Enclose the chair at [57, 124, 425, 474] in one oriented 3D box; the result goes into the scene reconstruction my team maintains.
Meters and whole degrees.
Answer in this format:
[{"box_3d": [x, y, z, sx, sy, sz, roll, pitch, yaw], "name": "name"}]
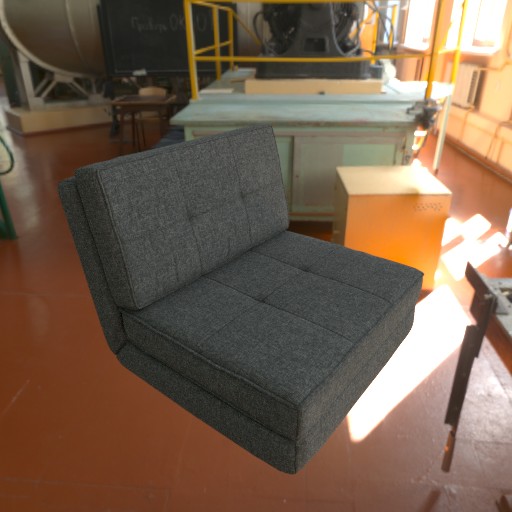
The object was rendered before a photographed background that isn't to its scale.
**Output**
[{"box_3d": [0.000, 0.000, 1.309, 0.800, 0.615, 0.740, 20, 33, 33], "name": "chair"}]
